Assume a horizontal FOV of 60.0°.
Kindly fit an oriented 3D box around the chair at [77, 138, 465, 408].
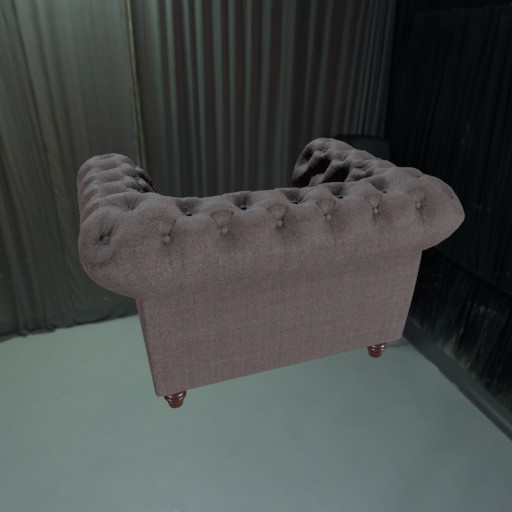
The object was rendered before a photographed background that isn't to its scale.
[{"bbox_3d":[0.000,0.000,1.811,1.298,0.780,0.945,-9,27,-18],"label":"chair"}]
